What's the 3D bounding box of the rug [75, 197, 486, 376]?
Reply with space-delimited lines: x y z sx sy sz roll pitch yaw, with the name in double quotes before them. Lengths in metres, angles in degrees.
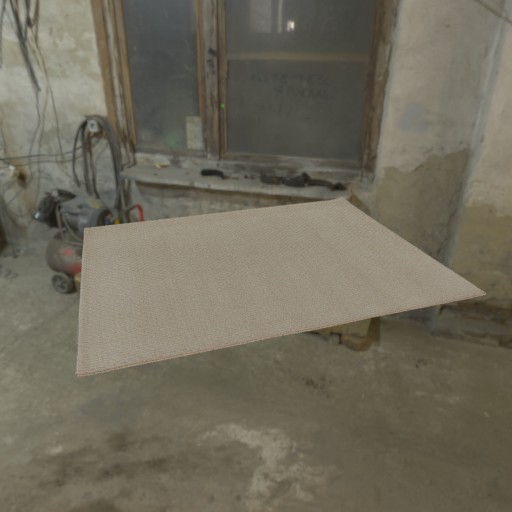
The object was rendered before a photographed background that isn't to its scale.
"rug" 0.000 0.000 3.875 2.897 0.035 2.277 -8 28 -16
